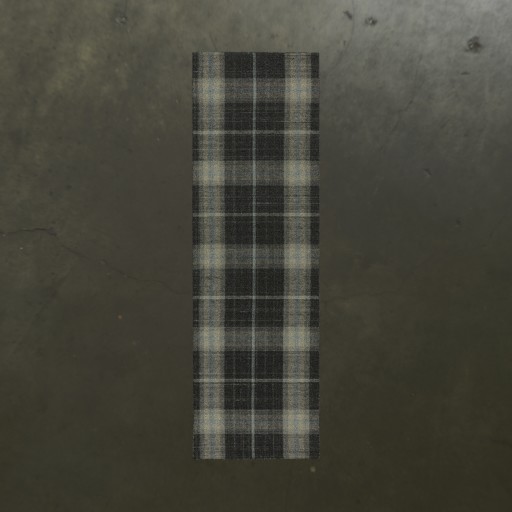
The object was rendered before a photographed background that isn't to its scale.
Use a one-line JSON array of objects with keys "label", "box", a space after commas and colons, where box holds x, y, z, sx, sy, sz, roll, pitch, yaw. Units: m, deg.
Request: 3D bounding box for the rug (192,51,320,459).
[{"label": "rug", "box": [0.000, 0.000, 2.647, 0.760, 0.012, 2.434, 0, 90, 0]}]
